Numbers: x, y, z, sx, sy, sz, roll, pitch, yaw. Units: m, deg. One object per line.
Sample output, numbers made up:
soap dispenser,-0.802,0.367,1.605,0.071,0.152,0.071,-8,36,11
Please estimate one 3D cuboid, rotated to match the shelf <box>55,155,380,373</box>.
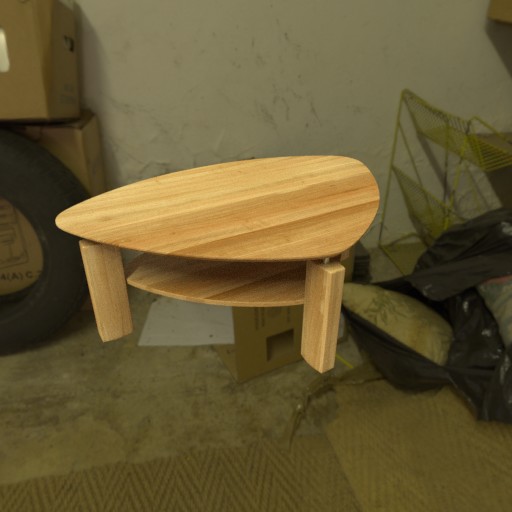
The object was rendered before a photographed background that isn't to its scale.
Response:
shelf,0.000,0.000,1.633,1.240,0.439,0.863,-17,34,-28
